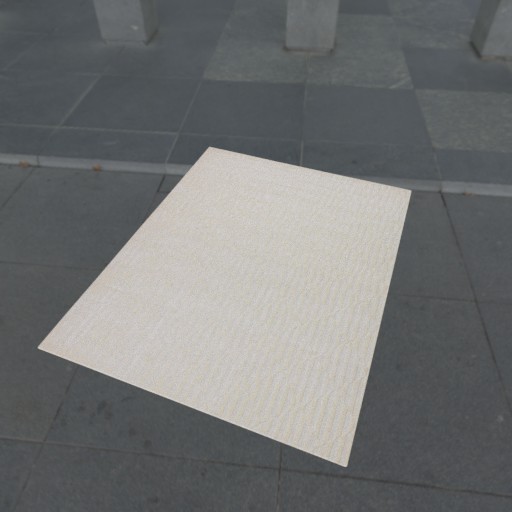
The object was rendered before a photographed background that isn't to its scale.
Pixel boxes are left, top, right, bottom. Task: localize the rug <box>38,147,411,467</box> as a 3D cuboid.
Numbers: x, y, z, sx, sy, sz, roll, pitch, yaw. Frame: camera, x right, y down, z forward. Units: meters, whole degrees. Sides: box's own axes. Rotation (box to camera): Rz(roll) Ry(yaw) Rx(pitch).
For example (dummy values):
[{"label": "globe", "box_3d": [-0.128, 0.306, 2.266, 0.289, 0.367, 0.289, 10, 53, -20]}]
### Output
[{"label": "rug", "box_3d": [0.000, 0.000, 4.086, 2.410, 0.021, 3.055, 15, 47, 15]}]
